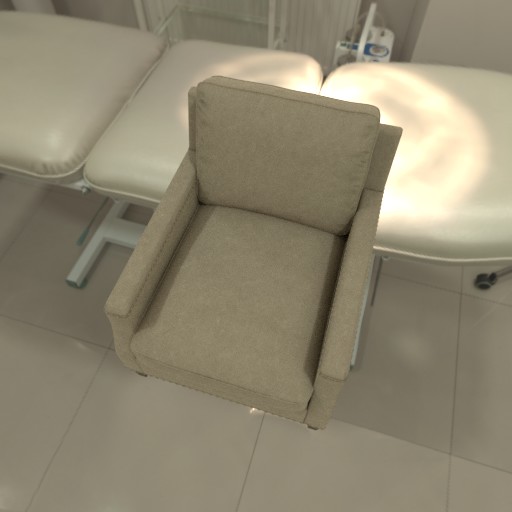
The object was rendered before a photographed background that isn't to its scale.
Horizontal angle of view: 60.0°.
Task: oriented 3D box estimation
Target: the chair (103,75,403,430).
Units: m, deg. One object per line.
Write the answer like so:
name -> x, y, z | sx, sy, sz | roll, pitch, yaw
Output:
chair -> 0.000, 0.000, 1.733 | 0.853, 0.943, 1.014 | 14, 58, 9
